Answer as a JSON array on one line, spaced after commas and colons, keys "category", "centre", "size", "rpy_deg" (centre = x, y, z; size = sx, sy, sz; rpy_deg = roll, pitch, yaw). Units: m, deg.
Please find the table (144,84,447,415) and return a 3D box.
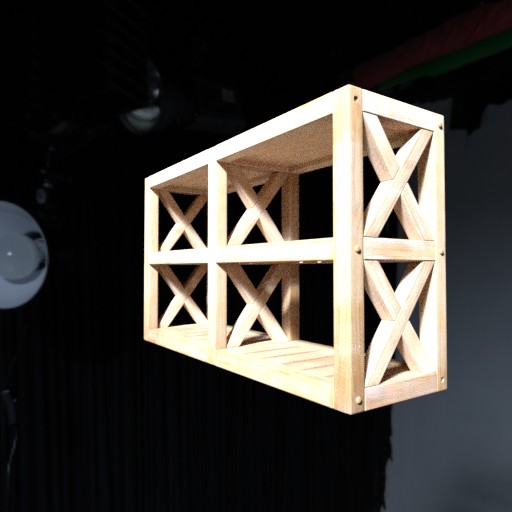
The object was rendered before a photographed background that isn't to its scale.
[{"category": "table", "centre": [0.000, 0.000, 1.662], "size": [0.381, 0.762, 1.320], "rpy_deg": [1, -2, -35]}]
